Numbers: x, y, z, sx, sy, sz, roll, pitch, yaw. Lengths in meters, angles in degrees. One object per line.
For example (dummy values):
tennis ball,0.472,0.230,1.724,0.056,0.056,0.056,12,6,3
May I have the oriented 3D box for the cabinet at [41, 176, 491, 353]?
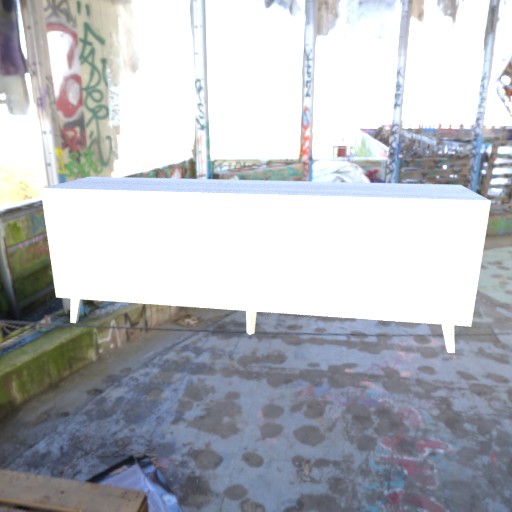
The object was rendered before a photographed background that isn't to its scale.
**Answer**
cabinet,0.000,0.000,2.493,2.200,0.780,0.500,3,17,9
